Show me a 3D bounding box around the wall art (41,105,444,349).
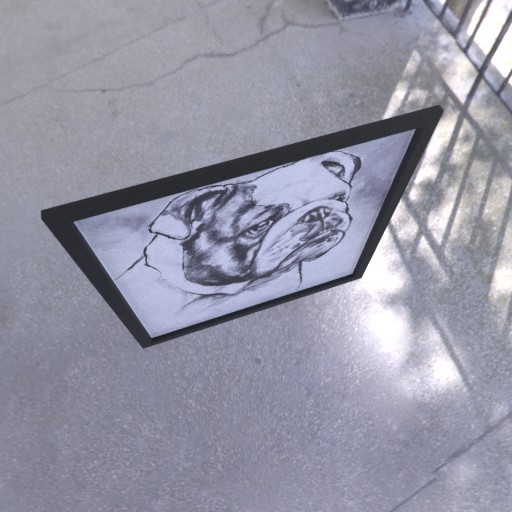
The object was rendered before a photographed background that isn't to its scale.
[{"bbox_3d":[0.000,0.000,0.984,0.663,0.659,0.016,-17,63,-9],"label":"wall art"}]
